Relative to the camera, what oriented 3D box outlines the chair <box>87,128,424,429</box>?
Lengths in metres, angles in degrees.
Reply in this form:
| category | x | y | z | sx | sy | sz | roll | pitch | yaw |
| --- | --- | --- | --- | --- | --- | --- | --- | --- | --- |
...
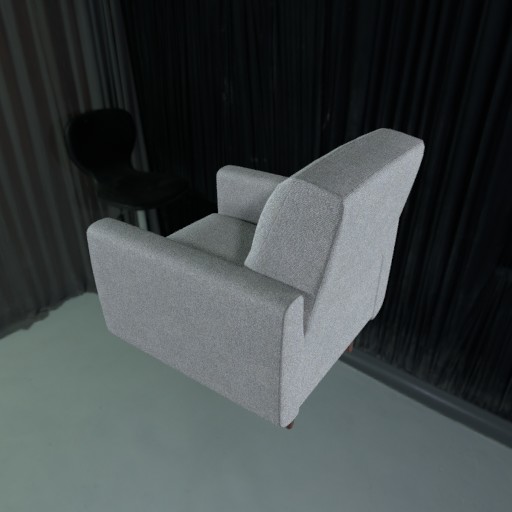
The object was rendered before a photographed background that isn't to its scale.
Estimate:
| category | x | y | z | sx | sy | sz | roll | pitch | yaw |
| --- | --- | --- | --- | --- | --- | --- | --- | --- | --- |
| chair | 0.000 | 0.000 | 1.698 | 0.942 | 0.968 | 0.845 | 20 | 36 | 30 |
